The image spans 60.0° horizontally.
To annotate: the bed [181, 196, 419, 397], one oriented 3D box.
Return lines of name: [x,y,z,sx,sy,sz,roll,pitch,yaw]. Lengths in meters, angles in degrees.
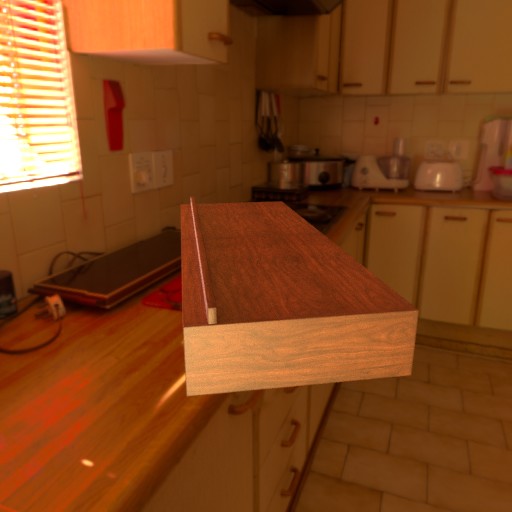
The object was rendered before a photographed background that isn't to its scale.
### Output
bed: [0.000,0.000,2.397,0.787,0.326,2.057,-3,17,-9]
